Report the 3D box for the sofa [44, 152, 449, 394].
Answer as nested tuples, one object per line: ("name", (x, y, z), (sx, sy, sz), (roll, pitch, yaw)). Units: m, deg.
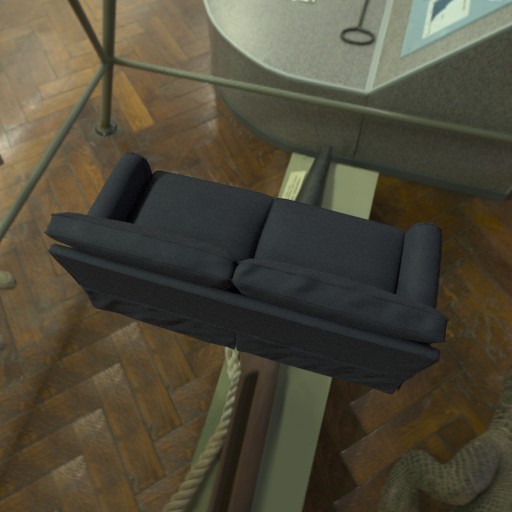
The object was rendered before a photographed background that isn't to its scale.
("sofa", (0.000, 0.000, 2.857), (2.256, 1.094, 0.983), (15, 63, 8))
